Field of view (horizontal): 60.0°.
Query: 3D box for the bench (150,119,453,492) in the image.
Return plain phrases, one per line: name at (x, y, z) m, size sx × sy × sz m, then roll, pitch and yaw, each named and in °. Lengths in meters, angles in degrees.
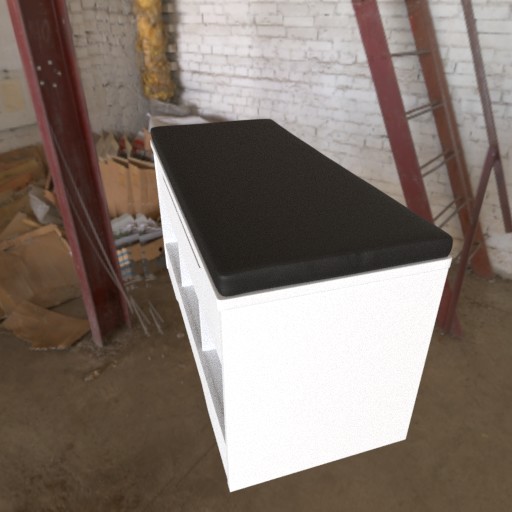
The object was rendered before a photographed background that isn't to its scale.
bench at (0.000, 0.000, 1.154) m, size 0.401 × 0.500 × 0.899 m, roll -9°, pitch 31°, yaw -15°
